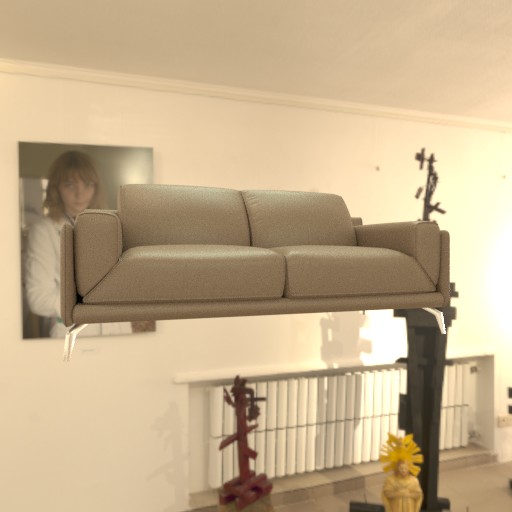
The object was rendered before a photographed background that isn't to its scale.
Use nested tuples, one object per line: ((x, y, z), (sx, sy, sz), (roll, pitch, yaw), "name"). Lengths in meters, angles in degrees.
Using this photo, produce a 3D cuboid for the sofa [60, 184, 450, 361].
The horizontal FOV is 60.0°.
((0.000, 0.000, 2.667), (2.101, 0.930, 1.049), (0, 0, -19), "sofa")
